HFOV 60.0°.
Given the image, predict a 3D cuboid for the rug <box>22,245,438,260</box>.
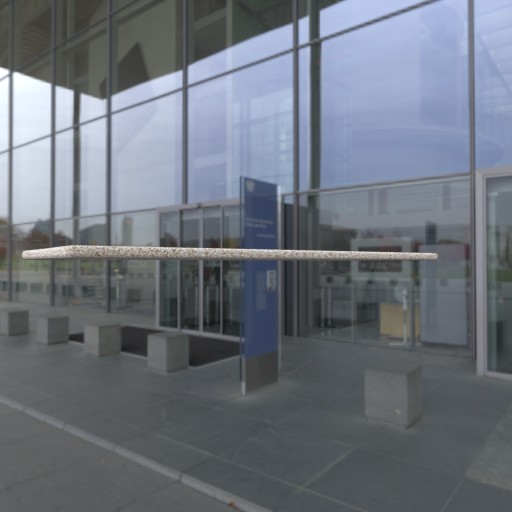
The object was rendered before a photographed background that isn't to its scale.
[{"bbox_3d":[0.000,0.000,1.709,1.524,0.030,0.609,1,-1,-37],"label":"rug"}]
